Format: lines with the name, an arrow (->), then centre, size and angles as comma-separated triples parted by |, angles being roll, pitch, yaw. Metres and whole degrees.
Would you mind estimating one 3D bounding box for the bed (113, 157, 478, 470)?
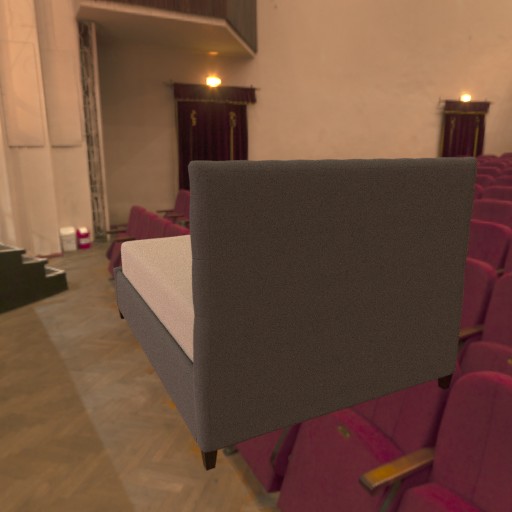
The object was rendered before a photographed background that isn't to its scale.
bed -> 0.000, 0.000, 3.217 | 1.698, 1.427, 2.231 | -7, 15, -26
